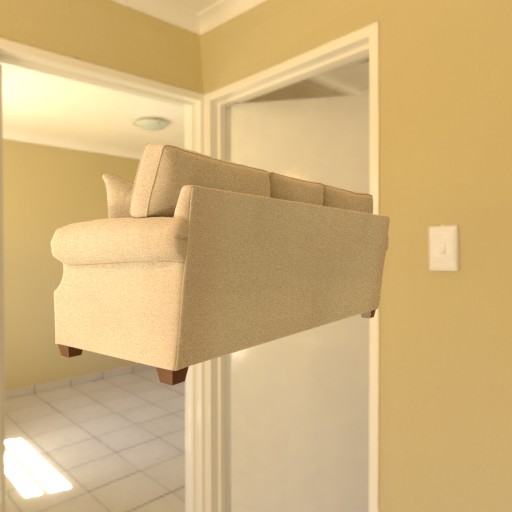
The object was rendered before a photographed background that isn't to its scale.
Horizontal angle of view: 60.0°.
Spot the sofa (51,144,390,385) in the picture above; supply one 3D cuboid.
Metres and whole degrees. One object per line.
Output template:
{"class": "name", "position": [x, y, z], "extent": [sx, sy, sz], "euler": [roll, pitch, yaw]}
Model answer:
{"class": "sofa", "position": [0.000, 0.000, 2.793], "extent": [0.965, 0.975, 2.312], "euler": [1, 1, 36]}
